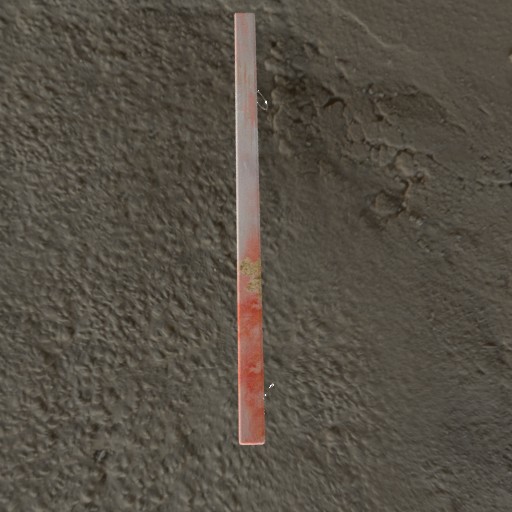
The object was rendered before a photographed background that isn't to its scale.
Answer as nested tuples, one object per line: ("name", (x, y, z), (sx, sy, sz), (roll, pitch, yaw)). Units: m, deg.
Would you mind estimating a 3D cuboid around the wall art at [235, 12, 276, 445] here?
("wall art", (0.000, 0.000, 1.091), (0.064, 0.746, 0.747), (-1, 76, 0))
